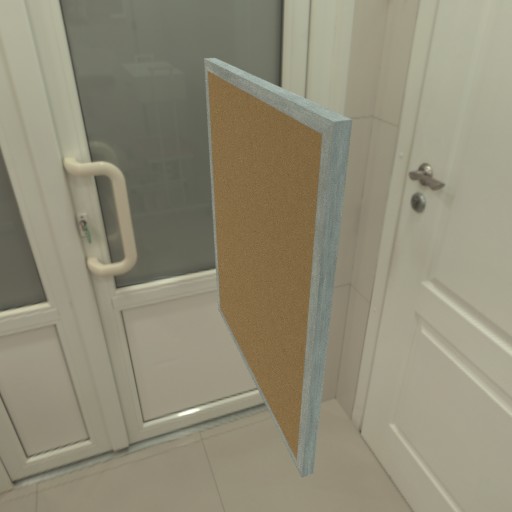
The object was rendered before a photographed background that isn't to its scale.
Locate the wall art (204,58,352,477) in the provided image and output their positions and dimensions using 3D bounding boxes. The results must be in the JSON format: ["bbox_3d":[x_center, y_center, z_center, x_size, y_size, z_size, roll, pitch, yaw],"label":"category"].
[{"bbox_3d":[0.000,0.000,0.777,0.022,0.582,0.479,-11,33,-18],"label":"wall art"}]
